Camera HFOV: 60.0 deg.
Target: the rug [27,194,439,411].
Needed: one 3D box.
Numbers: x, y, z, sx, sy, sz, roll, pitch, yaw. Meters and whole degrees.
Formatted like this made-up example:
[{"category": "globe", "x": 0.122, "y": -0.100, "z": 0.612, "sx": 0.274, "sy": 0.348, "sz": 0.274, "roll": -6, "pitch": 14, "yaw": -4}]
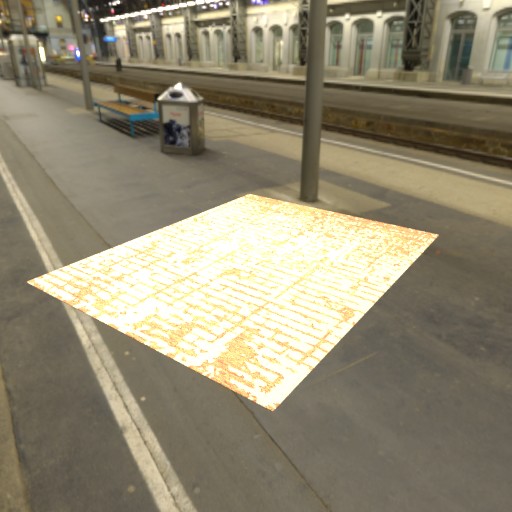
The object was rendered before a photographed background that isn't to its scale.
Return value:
[{"category": "rug", "x": 0.000, "y": 0.000, "z": 4.100, "sx": 2.441, "sy": 0.011, "sz": 3.050, "roll": 17, "pitch": 30, "yaw": 32}]
